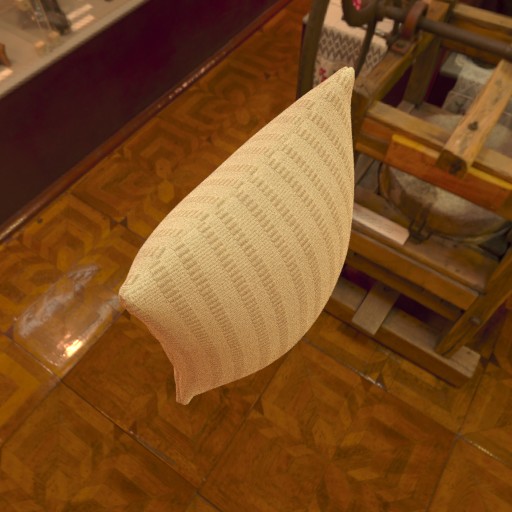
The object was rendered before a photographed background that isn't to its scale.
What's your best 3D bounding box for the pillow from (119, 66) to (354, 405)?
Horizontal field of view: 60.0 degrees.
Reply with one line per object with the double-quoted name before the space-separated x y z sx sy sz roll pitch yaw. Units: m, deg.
"pillow" 0.000 0.000 0.682 0.247 0.419 0.438 32 64 18
